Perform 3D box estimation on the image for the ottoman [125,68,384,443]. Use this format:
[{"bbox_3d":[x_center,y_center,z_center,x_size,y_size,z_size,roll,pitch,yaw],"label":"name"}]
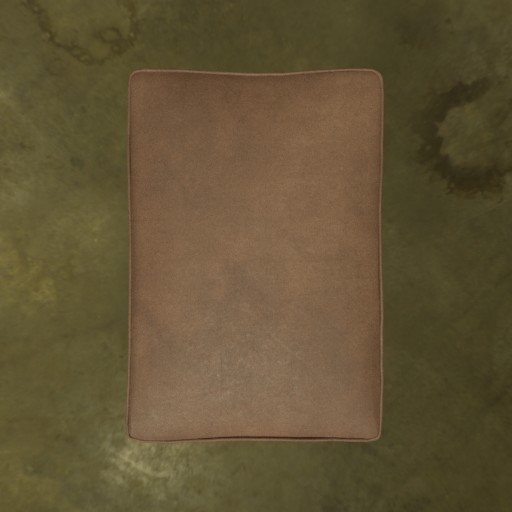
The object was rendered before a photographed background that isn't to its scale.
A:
[{"bbox_3d":[0.000,0.000,1.190,0.596,0.481,0.860,0,90,0],"label":"ottoman"}]
